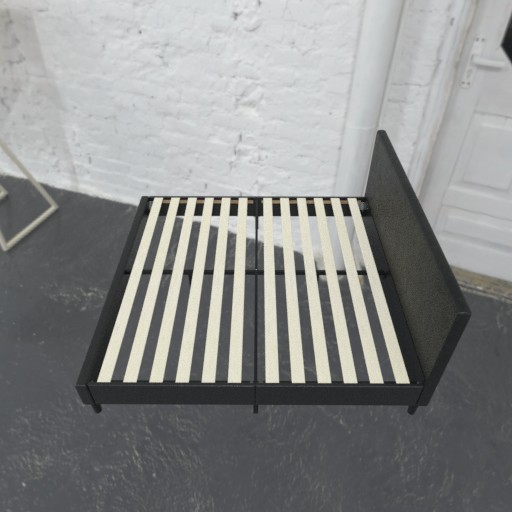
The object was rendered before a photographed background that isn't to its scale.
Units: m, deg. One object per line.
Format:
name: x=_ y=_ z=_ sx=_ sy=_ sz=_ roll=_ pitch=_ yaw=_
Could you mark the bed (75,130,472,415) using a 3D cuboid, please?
bed: x=0.000 y=0.000 z=3.288 sx=2.152 sy=1.046 sz=2.018 roll=0 pitch=41 yaw=0
